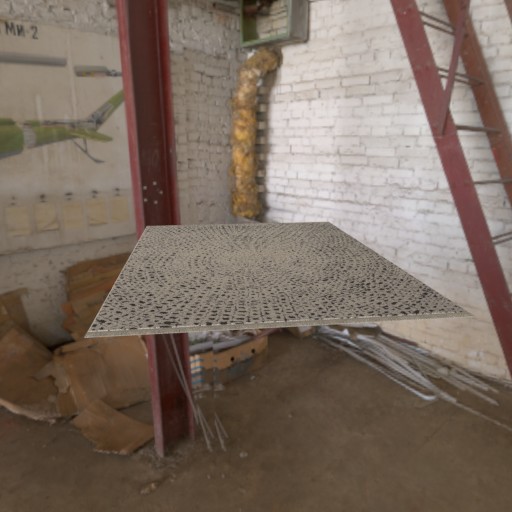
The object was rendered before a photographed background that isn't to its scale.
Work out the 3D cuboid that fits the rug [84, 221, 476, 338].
[{"bbox_3d":[0.000,0.000,2.111,1.190,0.003,1.634,-2,15,-7],"label":"rug"}]
